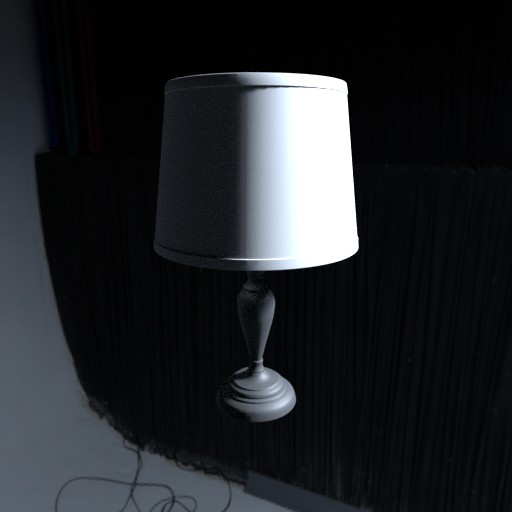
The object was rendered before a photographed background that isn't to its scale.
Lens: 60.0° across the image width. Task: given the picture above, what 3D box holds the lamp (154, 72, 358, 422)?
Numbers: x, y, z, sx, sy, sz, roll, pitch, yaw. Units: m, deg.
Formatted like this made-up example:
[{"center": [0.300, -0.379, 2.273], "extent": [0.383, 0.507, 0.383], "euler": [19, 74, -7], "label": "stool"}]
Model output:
[{"center": [0.000, 0.000, 0.694], "extent": [0.310, 0.501, 0.310], "euler": [0, 15, 0], "label": "lamp"}]
